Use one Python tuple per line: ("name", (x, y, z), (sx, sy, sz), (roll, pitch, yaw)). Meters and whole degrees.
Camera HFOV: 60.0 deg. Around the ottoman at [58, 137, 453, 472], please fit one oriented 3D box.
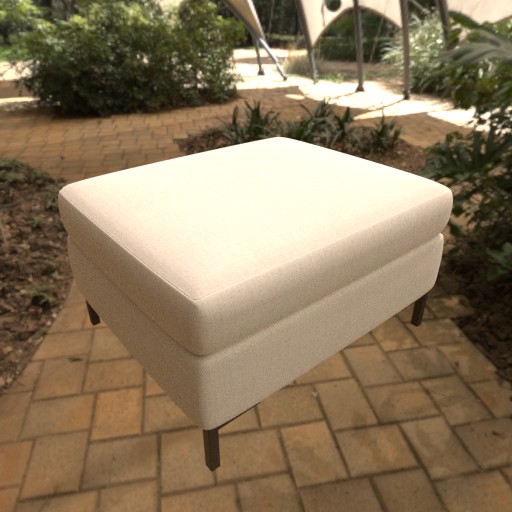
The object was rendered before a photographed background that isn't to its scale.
("ottoman", (0.000, 0.000, 1.179), (0.794, 0.453, 0.657), (-22, 36, -34))
